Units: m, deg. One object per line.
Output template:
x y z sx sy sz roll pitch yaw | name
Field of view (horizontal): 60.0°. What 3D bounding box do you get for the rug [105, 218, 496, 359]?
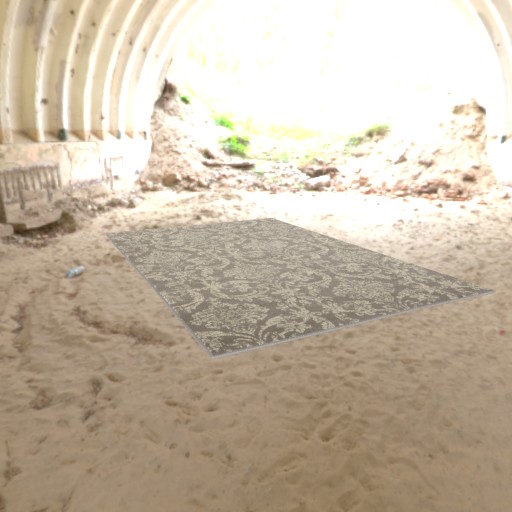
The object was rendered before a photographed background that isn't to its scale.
0.000 0.000 3.427 1.819 0.018 2.746 -8 17 -26 | rug
